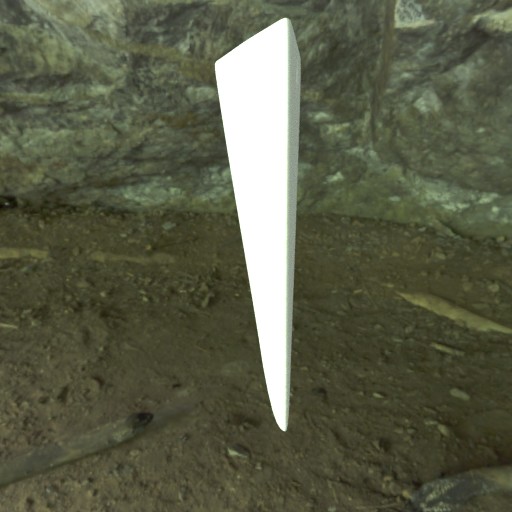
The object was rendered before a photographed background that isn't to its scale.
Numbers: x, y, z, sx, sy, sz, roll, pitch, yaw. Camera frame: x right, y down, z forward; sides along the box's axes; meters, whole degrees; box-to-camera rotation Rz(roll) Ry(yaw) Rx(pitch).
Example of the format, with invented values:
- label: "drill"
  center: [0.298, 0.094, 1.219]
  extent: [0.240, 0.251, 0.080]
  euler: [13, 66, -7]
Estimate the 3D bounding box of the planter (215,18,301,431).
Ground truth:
- label: "planter"
  center: [0.000, 0.000, 0.383]
  extent: [0.065, 0.338, 0.143]
  euler: [2, 14, 8]
